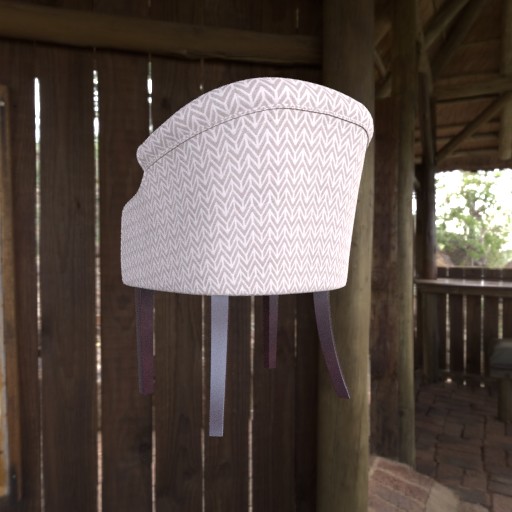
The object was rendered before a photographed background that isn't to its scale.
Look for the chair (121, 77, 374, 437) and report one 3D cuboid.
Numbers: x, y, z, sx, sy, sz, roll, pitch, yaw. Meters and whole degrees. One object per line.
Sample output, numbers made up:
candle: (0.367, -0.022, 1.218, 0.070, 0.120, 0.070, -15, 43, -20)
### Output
chair: (0.000, 0.000, 1.325, 0.686, 0.858, 0.613, -1, 1, -36)
